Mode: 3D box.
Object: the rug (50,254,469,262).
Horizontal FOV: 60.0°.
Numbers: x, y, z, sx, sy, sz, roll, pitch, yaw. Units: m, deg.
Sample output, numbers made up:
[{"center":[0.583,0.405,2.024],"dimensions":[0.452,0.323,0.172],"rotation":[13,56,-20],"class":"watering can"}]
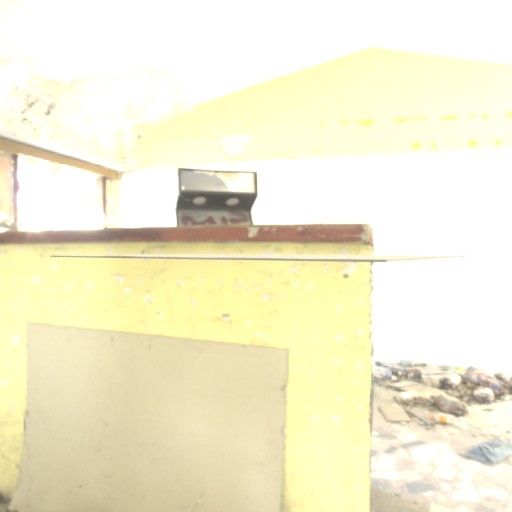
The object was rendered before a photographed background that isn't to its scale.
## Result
[{"center":[0.000,0.000,2.319],"dimensions":[1.835,0.012,1.231],"rotation":[1,1,36],"class":"rug"}]
